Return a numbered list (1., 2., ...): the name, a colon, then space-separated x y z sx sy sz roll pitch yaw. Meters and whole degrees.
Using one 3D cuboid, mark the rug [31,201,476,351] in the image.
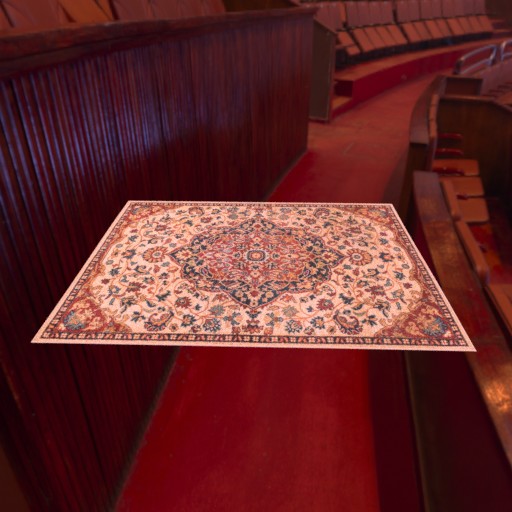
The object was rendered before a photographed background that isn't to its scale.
1. rug: 0.000 0.000 4.100 3.067 0.005 2.454 1 31 1
